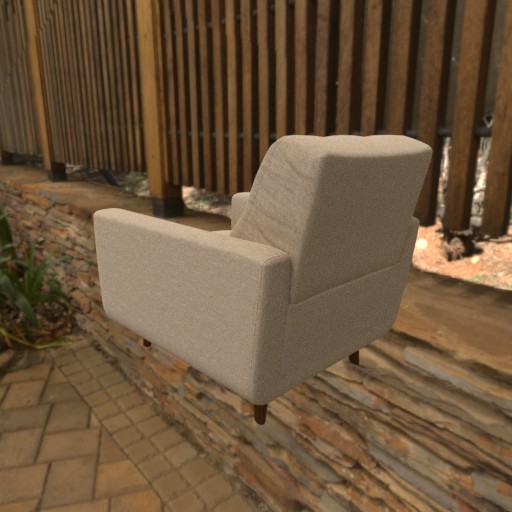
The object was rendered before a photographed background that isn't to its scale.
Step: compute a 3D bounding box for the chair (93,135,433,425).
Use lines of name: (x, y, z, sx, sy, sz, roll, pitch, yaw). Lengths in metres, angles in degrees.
chair: (0.000, 0.000, 1.830, 0.897, 0.965, 1.128, -15, 21, -42)
